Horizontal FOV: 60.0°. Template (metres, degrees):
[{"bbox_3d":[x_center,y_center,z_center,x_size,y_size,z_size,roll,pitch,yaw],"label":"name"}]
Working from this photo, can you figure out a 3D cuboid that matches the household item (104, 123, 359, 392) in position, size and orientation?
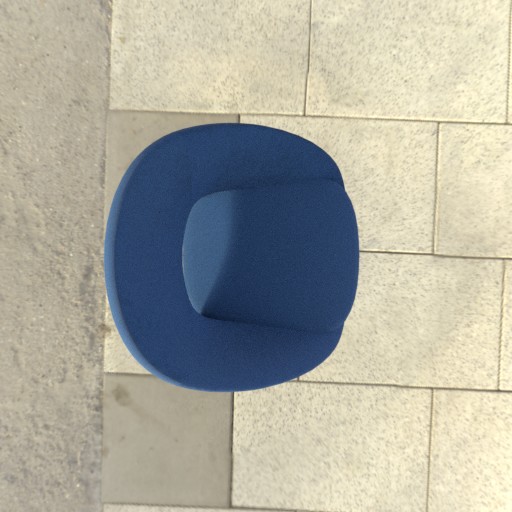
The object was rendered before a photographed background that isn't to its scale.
[{"bbox_3d":[0.000,0.000,1.253,0.573,0.852,0.623,0,91,2],"label":"household item"}]
